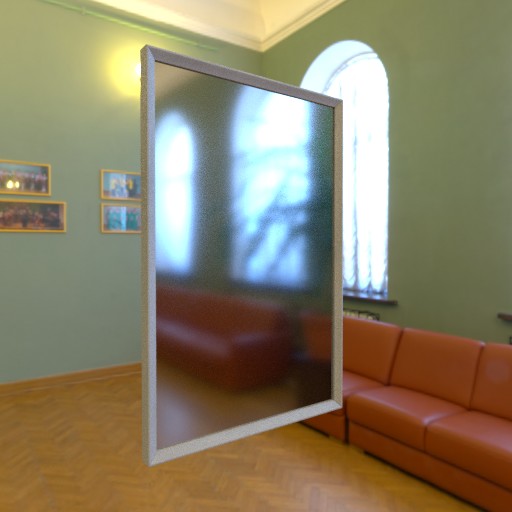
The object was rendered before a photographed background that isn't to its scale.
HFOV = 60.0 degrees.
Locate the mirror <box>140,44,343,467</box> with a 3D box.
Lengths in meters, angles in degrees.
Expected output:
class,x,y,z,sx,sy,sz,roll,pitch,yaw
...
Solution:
class,x,y,z,sx,sy,sz,roll,pitch,yaw
mirror,0.000,0.000,1.152,0.609,0.915,0.041,-1,1,-36
